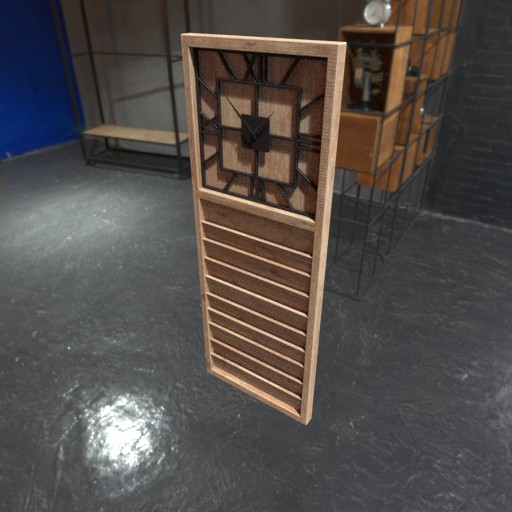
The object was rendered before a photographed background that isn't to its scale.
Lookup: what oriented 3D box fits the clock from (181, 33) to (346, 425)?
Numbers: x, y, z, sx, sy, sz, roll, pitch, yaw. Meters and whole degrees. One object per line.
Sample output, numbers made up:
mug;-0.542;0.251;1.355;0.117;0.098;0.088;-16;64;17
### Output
clock;0.000;0.000;1.089;0.361;0.965;0.030;19;36;29
